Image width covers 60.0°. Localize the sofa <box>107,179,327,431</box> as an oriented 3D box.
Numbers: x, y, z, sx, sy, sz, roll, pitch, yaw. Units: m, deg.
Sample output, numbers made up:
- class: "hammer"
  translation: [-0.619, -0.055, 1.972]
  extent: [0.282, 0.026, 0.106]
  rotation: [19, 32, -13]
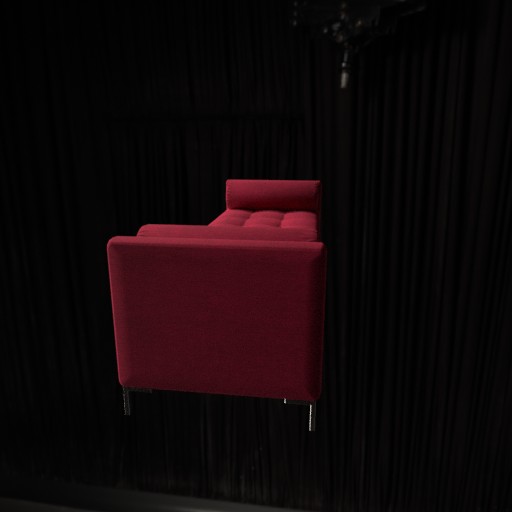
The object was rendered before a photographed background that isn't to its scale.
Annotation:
- class: "sofa"
  translation: [0.000, 0.000, 2.356]
  extent: [0.686, 0.635, 1.981]
  rotation: [2, 15, 7]
